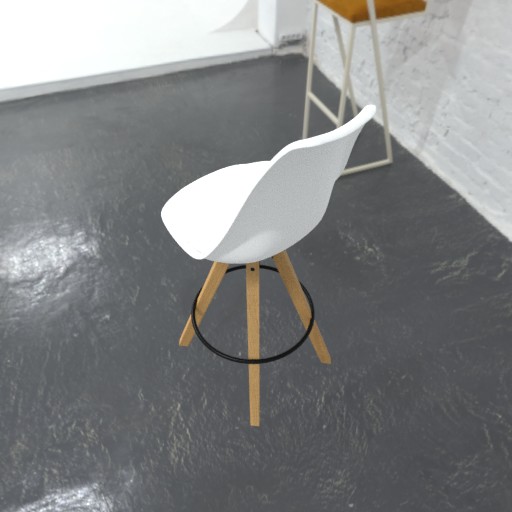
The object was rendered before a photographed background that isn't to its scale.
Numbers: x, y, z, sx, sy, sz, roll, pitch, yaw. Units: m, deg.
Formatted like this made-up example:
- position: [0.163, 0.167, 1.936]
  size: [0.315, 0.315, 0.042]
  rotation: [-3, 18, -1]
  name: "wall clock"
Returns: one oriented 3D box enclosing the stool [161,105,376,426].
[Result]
- position: [0.000, 0.000, 1.393]
  size: [0.482, 1.115, 0.549]
  rotation: [-32, 53, -28]
  name: "stool"
